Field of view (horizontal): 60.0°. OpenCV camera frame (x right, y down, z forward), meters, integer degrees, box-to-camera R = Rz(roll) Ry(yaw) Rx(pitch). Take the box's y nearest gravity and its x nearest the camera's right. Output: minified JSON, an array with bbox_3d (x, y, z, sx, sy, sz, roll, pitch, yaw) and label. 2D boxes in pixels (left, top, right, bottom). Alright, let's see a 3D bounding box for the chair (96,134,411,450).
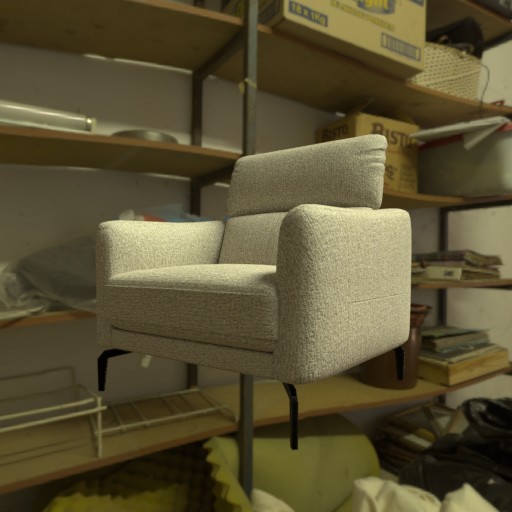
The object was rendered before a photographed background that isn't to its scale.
[{"bbox_3d":[0.000,0.000,1.657,0.972,0.967,0.835,0,-1,37],"label":"chair"}]
